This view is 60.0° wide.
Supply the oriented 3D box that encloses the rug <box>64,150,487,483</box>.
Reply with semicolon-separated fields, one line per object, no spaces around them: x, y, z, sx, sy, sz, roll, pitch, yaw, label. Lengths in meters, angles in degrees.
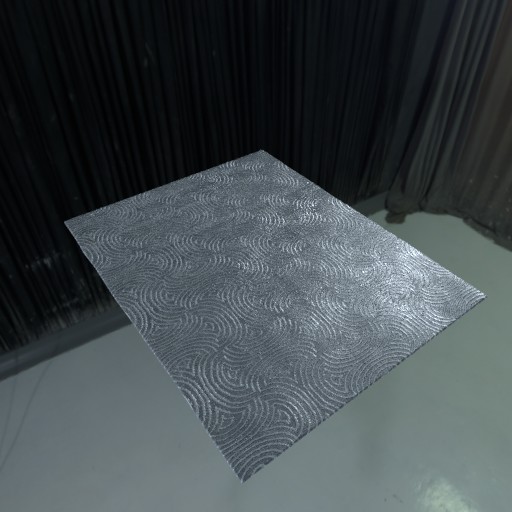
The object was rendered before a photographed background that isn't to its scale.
0.000;0.000;3.980;2.456;0.021;3.042;-26;48;-26;rug
